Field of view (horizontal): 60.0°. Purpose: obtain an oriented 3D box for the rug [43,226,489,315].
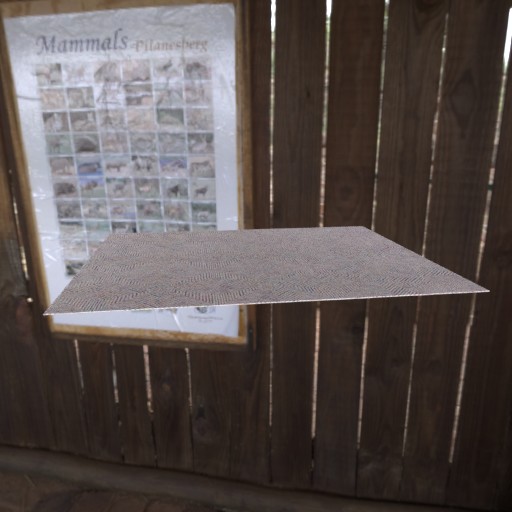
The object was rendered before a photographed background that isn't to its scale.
[{"bbox_3d":[0.000,0.000,4.148,3.046,0.008,2.442,-2,15,-8],"label":"rug"}]
